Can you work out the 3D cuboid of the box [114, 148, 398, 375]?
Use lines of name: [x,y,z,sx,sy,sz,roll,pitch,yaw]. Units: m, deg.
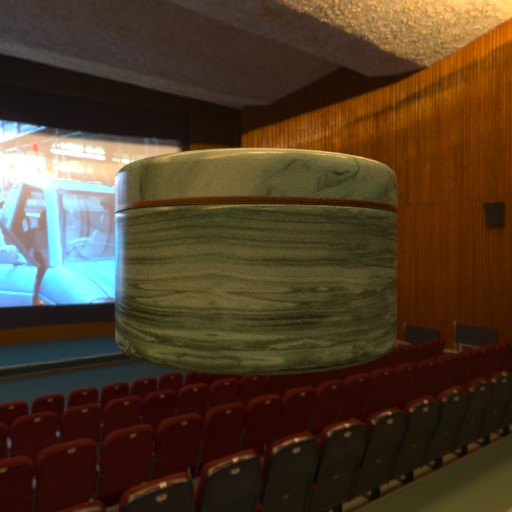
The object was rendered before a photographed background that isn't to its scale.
box: [0.000,0.000,0.167,0.101,0.063,0.101,0,1,0]
